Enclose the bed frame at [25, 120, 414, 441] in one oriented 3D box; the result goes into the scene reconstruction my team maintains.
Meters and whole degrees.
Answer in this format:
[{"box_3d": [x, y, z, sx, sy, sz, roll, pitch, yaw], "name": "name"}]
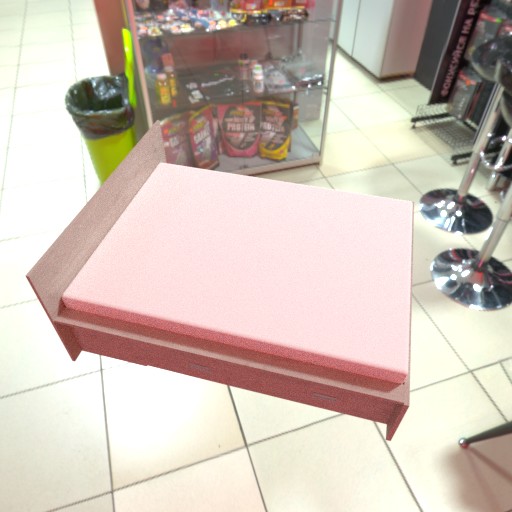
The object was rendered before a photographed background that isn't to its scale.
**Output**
[{"box_3d": [0.000, 0.000, 2.877, 1.960, 0.800, 1.622, 11, 46, 10], "name": "bed frame"}]
